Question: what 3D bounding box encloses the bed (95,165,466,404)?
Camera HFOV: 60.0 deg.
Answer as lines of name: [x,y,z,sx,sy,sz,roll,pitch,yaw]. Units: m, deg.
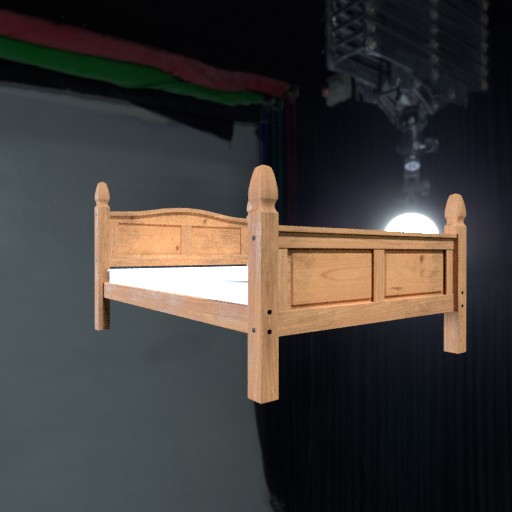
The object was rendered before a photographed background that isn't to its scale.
bed: [0.000,0.000,2.940,1.490,1.100,2.069,0,0,-37]
